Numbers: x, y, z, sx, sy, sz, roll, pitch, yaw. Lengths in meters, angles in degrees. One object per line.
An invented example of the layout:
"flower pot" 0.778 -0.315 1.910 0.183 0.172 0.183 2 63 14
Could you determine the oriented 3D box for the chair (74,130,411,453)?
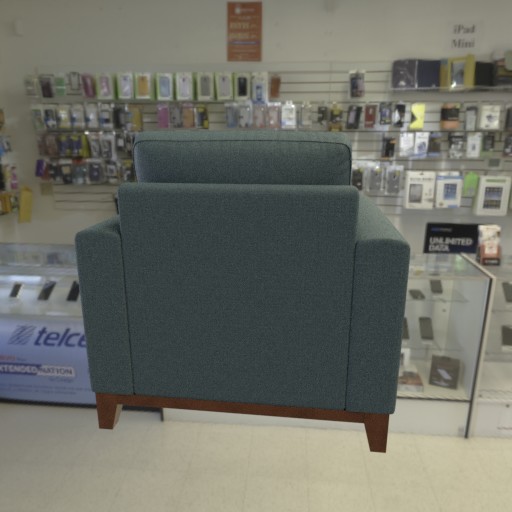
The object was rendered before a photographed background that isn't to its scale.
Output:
"chair" 0.000 0.000 1.858 1.024 1.010 1.038 2 16 7
